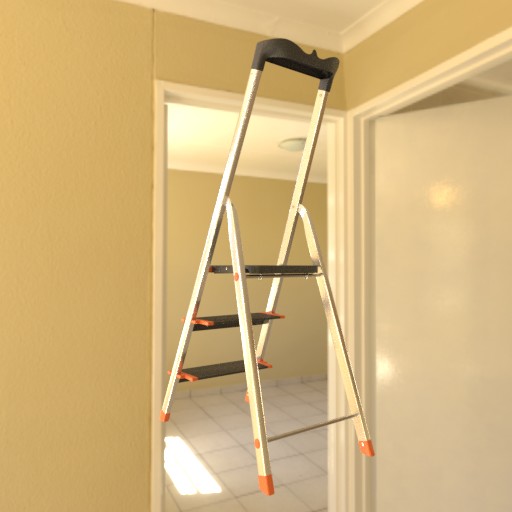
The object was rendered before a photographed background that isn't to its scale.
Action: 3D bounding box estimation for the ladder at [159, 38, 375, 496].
[{"bbox_3d":[0.000,0.000,1.528,0.416,1.229,0.686,1,-1,-36],"label":"ladder"}]
